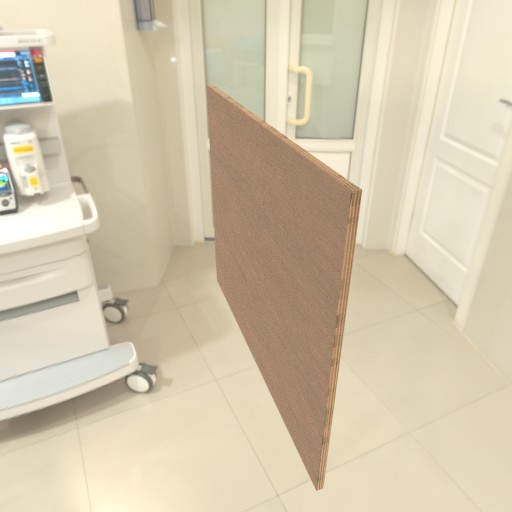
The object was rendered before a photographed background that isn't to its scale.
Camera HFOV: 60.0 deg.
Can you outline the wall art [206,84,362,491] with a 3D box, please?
[{"bbox_3d":[0.000,0.000,0.668,0.010,0.408,0.508,-10,32,-16],"label":"wall art"}]
